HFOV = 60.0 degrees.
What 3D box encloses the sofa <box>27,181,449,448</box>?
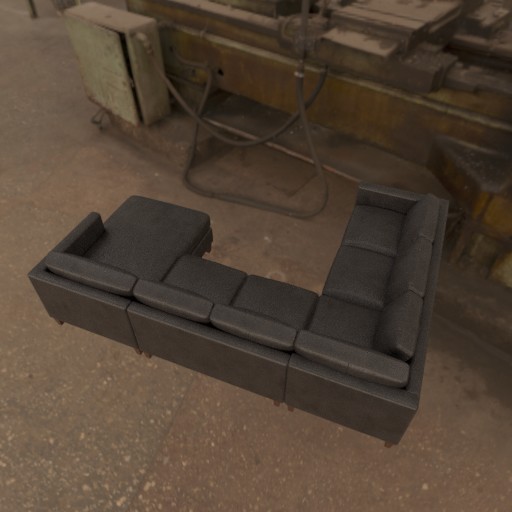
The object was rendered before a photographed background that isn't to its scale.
[{"bbox_3d":[0.000,0.000,4.413,3.324,0.891,2.452,16,47,15],"label":"sofa"}]
